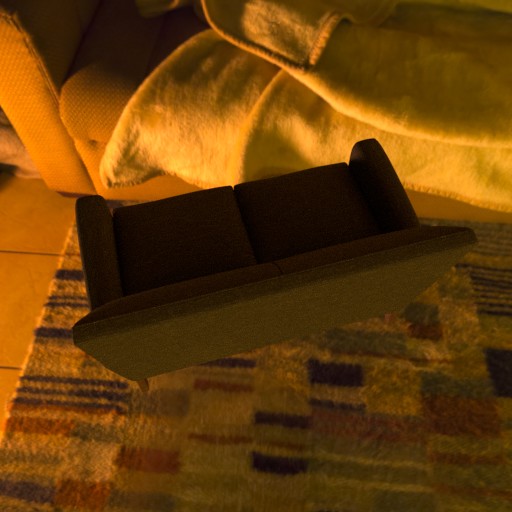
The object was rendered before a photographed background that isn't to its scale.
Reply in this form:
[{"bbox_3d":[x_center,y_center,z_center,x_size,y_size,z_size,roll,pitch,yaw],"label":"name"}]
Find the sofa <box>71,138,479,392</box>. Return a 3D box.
[{"bbox_3d":[0.000,0.000,2.078,1.509,0.905,0.867,-13,58,-8],"label":"sofa"}]
